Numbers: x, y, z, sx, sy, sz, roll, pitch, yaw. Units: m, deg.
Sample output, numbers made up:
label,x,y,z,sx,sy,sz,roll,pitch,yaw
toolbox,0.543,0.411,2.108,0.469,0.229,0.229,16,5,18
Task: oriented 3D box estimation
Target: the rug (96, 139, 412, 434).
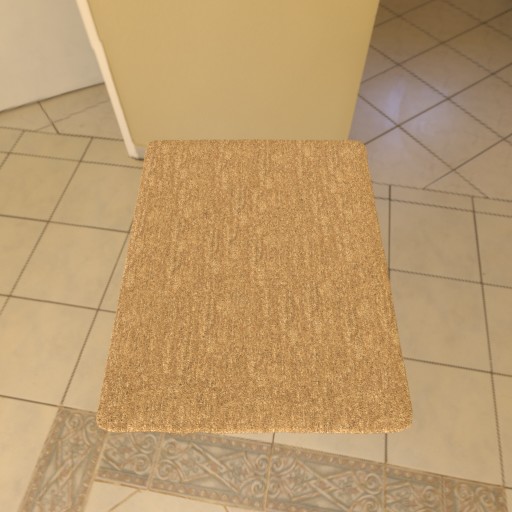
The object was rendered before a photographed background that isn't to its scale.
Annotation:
label,x,y,z,sx,sy,sz,roll,pitch,yaw
rug,0.000,0.000,3.804,2.242,0.050,2.873,0,58,0
